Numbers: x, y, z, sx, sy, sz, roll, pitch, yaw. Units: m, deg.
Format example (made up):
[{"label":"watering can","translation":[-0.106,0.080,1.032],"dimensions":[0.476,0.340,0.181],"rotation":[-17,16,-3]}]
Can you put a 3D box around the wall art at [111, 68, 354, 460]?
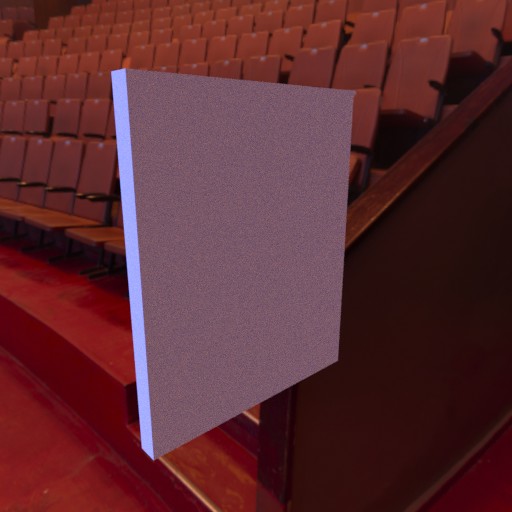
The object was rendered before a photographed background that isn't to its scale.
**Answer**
[{"label":"wall art","translation":[0.000,0.000,0.757],"dimensions":[0.451,0.553,0.039],"rotation":[-14,21,-40]}]
